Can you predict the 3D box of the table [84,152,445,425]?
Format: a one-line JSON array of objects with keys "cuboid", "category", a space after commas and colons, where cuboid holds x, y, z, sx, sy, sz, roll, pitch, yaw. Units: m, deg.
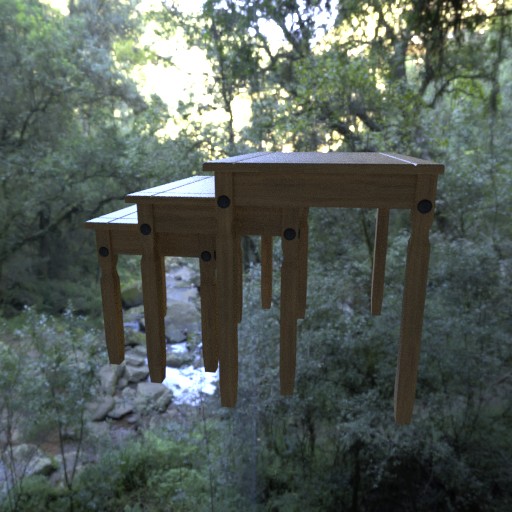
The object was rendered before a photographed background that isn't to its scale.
[{"cuboid": [0.000, 0.000, 1.212, 0.773, 0.535, 0.660, 2, 15, 9], "category": "table"}]
